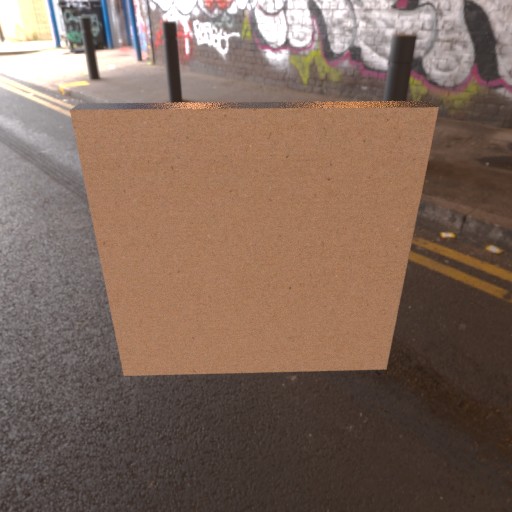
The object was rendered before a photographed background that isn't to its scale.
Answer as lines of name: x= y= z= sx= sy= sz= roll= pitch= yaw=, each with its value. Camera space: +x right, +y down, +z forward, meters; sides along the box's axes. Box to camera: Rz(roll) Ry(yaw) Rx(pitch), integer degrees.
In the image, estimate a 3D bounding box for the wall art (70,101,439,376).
wall art: x=0.000 y=0.000 z=0.485 sx=0.327 sy=0.318 sz=0.029 roll=-1 pitch=30 yaw=-2
